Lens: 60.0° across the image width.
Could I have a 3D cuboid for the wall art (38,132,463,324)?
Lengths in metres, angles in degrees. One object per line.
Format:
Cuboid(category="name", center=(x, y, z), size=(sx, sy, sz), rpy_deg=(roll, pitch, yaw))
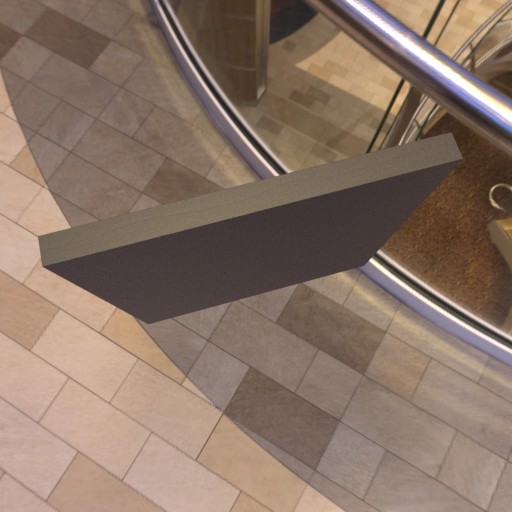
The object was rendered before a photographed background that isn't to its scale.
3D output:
Cuboid(category="wall art", center=(0.000, 0.000, 0.763), size=(0.507, 0.507, 0.038), rpy_deg=(-15, 75, -4))
